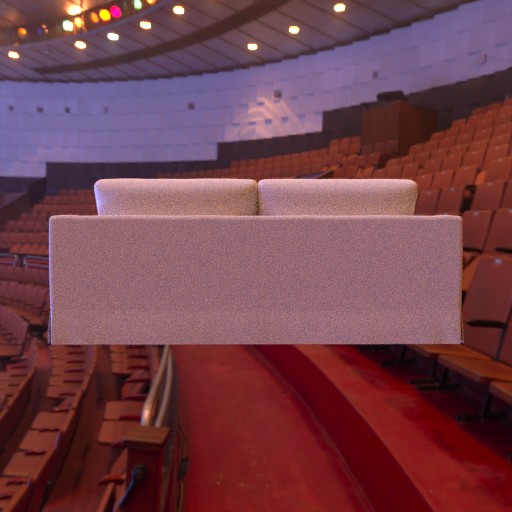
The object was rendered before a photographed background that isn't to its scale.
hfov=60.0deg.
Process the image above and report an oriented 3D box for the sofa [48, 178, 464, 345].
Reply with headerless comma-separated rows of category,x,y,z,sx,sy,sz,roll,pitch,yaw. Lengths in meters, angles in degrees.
sofa,0.000,0.000,2.741,2.163,0.881,0.954,0,2,0
